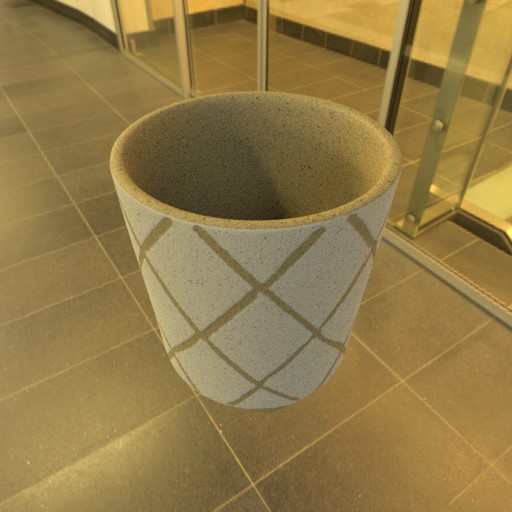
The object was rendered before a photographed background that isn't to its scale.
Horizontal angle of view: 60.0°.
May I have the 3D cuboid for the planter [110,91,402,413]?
[{"bbox_3d":[0.000,0.000,0.361,0.191,0.199,0.191,0,41,0],"label":"planter"}]
